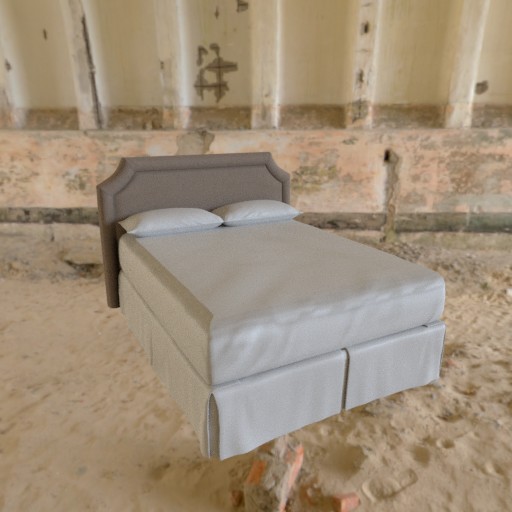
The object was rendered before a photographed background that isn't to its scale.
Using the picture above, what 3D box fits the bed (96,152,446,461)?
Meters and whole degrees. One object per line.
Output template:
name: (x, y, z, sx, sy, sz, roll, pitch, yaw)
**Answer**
bed: (0.000, 0.000, 3.215, 1.828, 1.303, 2.164, -9, 19, -27)
